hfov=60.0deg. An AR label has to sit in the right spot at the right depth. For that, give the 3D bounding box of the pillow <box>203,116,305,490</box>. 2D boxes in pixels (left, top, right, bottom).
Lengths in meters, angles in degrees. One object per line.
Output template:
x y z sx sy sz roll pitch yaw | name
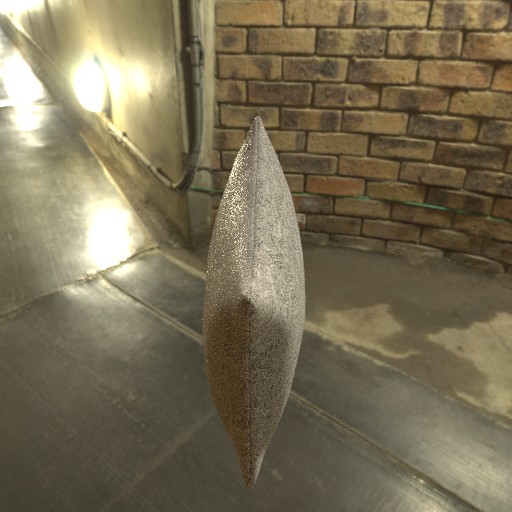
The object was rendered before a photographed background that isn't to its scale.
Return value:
0.000 0.000 0.725 0.151 0.295 0.615 0 32 1 | pillow
